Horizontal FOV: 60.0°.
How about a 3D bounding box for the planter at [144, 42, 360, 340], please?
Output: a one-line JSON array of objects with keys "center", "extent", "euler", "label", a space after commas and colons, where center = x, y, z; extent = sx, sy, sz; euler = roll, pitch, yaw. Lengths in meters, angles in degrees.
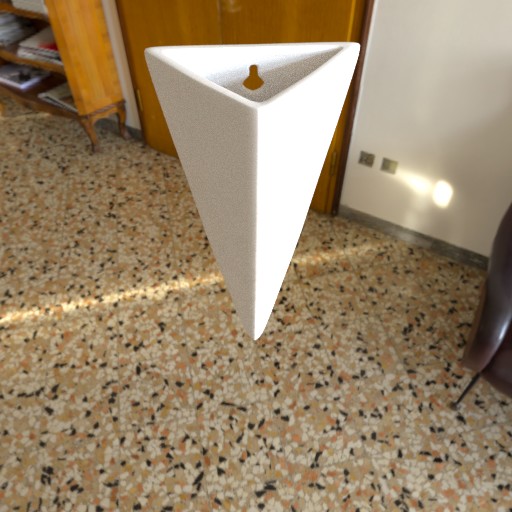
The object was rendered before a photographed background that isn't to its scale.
[{"center": [0.000, 0.000, 0.392], "extent": [0.143, 0.338, 0.065], "euler": [-3, 46, -3], "label": "planter"}]
